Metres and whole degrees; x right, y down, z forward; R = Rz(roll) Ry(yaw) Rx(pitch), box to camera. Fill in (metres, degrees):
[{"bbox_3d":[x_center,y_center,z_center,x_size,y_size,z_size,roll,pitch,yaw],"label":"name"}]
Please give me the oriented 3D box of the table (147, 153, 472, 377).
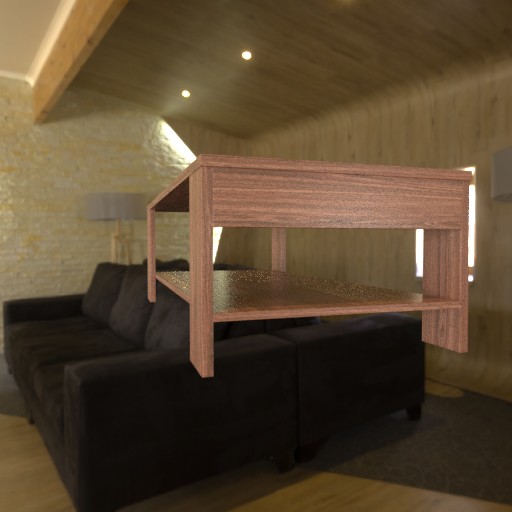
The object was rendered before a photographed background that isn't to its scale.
[{"bbox_3d":[0.000,0.000,1.451,0.600,0.400,1.200,-1,2,-18],"label":"table"}]
